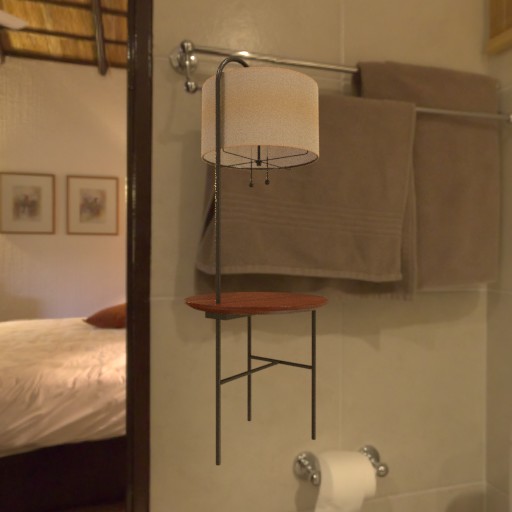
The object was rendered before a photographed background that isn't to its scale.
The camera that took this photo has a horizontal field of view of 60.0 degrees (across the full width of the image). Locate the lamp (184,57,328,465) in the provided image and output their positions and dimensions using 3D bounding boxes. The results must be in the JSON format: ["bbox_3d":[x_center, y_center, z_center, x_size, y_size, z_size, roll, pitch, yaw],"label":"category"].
[{"bbox_3d":[0.000,0.000,1.793,0.573,1.517,0.573,0,0,0],"label":"lamp"}]
